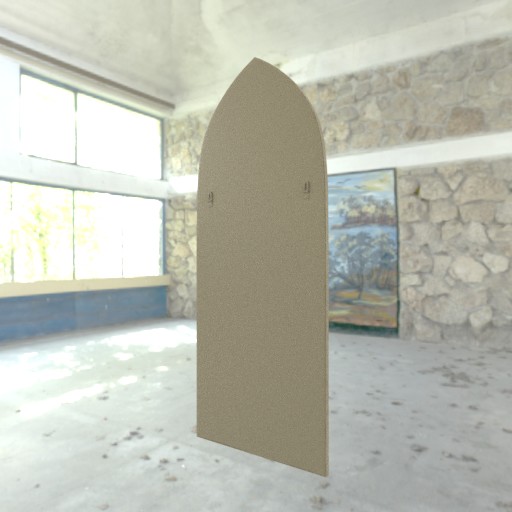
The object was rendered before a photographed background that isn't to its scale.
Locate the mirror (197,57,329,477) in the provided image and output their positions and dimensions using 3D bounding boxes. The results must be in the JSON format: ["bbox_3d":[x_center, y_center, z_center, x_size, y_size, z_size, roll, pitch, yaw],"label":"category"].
[{"bbox_3d":[0.000,0.000,1.314,0.464,1.175,0.025,0,0,35],"label":"mirror"}]
